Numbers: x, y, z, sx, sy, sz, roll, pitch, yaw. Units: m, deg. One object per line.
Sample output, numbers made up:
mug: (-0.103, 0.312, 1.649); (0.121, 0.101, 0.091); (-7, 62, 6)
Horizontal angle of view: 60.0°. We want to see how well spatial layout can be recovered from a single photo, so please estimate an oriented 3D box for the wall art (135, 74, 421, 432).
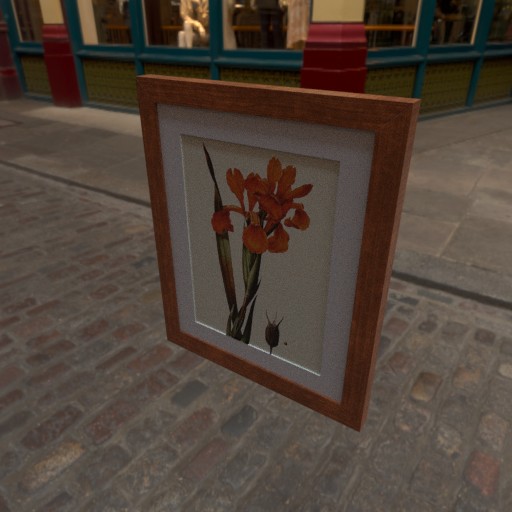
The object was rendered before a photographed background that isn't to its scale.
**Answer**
wall art: (0.000, 0.000, 0.784); (0.467, 0.567, 0.033); (17, 33, 29)
